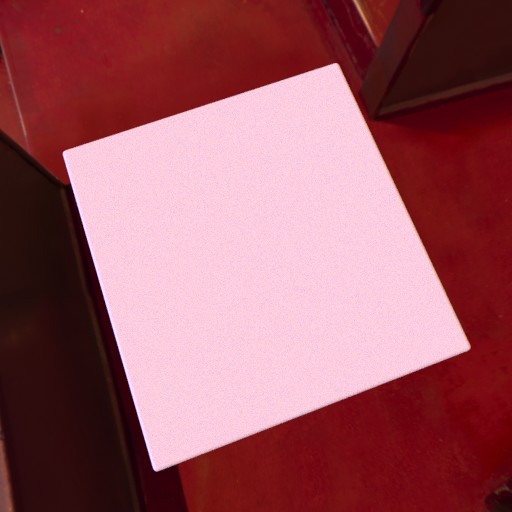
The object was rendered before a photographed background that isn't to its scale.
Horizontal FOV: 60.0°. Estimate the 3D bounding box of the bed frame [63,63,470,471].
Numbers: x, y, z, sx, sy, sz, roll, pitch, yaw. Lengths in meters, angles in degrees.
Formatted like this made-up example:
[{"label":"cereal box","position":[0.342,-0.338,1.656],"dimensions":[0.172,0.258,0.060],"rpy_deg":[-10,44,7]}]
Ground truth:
[{"label":"bed frame","position":[0.000,0.000,3.061],"dimensions":[1.963,0.659,2.079],"rpy_deg":[-20,77,-5]}]
